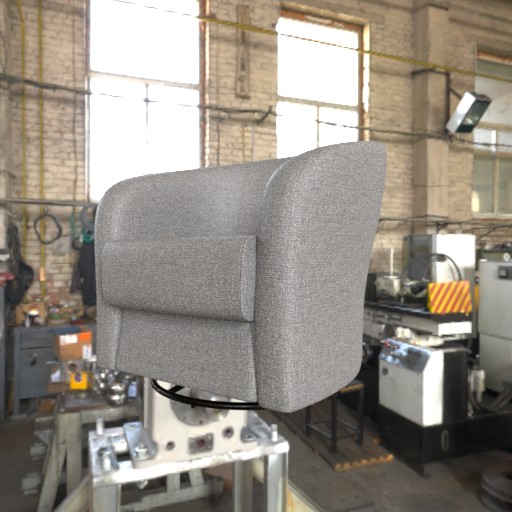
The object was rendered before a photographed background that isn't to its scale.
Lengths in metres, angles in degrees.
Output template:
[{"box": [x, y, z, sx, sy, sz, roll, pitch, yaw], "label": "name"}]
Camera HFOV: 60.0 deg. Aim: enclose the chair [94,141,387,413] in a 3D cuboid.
[{"box": [0.000, 0.000, 1.411, 0.791, 0.771, 0.815, 0, 0, 36], "label": "chair"}]
